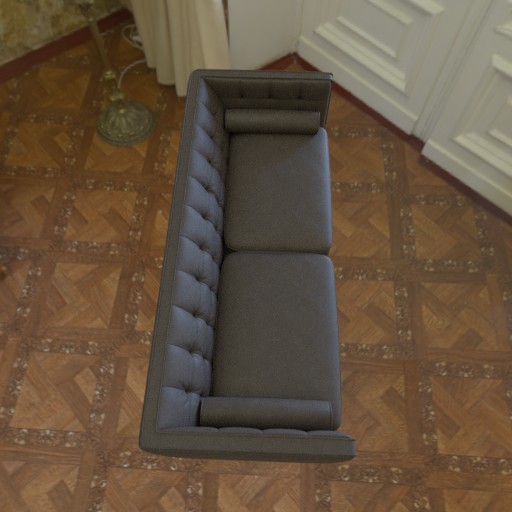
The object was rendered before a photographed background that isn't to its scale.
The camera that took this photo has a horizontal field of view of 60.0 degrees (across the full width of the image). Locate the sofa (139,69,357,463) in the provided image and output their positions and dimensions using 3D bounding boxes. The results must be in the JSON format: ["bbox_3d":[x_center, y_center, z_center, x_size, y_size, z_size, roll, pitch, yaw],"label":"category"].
[{"bbox_3d":[0.000,0.000,2.481,0.867,0.789,2.087,2,64,1],"label":"sofa"}]
